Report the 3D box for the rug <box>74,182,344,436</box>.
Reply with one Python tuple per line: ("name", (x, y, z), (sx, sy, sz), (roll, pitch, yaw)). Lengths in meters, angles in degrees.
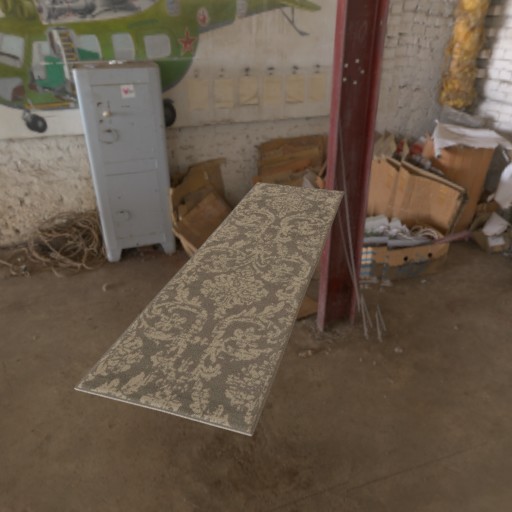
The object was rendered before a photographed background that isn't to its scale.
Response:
("rug", (0.000, 0.000, 2.388), (0.662, 0.011, 2.196), (9, 31, 15))
